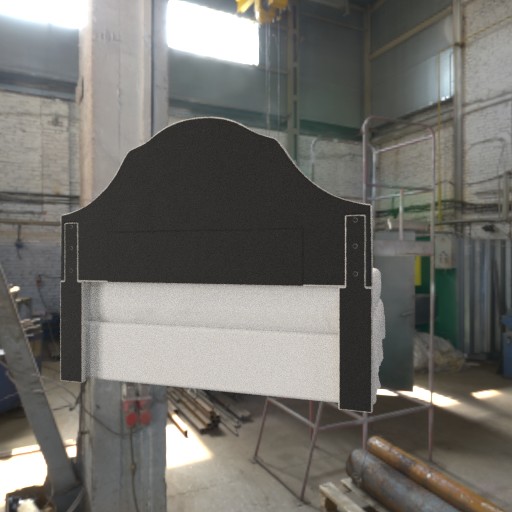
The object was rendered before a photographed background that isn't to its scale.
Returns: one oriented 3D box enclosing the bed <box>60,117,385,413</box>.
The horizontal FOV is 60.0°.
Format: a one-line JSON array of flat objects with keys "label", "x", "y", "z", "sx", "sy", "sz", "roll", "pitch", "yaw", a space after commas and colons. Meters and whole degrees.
[{"label": "bed", "x": 0.000, "y": 0.000, "z": 3.623, "sx": 2.008, "sy": 1.615, "sz": 2.214, "roll": 0, "pitch": 0, "yaw": 18}]
